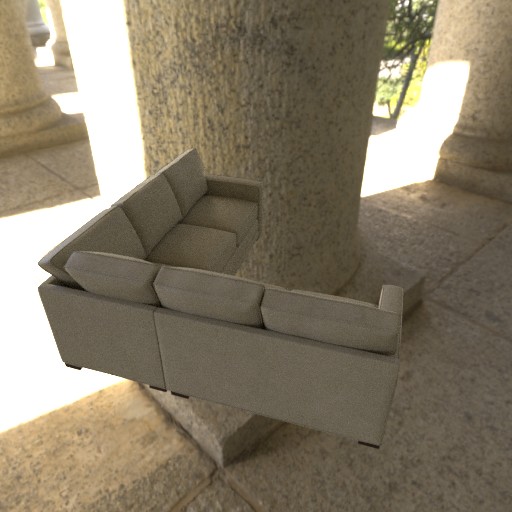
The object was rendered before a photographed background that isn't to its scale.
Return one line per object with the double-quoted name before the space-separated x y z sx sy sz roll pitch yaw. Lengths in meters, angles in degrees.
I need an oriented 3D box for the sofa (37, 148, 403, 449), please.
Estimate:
"sofa" 0.000 0.000 3.461 2.188 0.936 2.211 9 34 14
